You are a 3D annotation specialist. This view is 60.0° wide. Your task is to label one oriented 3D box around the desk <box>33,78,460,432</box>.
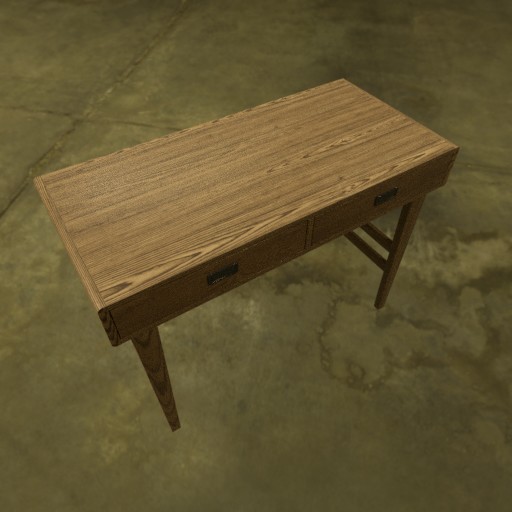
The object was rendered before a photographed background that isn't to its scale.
[{"bbox_3d":[0.000,0.000,1.487,1.067,0.755,0.508,-25,52,-22],"label":"desk"}]
